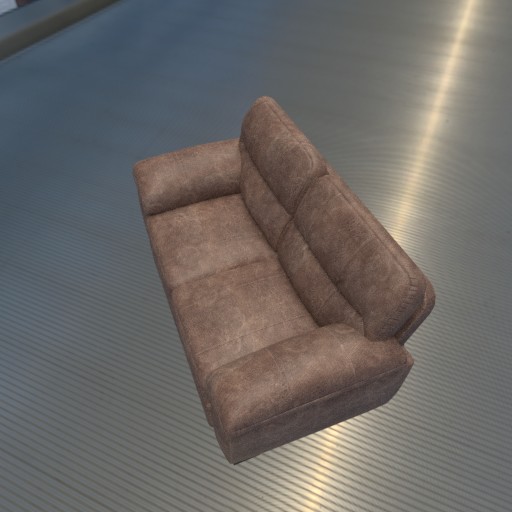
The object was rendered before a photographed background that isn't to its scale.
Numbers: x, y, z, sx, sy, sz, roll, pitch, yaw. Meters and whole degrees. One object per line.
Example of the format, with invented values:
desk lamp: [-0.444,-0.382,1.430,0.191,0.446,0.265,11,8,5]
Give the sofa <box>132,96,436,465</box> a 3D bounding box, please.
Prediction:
sofa: [0.000,0.000,2.364,0.991,0.991,1.753,-17,50,-15]
